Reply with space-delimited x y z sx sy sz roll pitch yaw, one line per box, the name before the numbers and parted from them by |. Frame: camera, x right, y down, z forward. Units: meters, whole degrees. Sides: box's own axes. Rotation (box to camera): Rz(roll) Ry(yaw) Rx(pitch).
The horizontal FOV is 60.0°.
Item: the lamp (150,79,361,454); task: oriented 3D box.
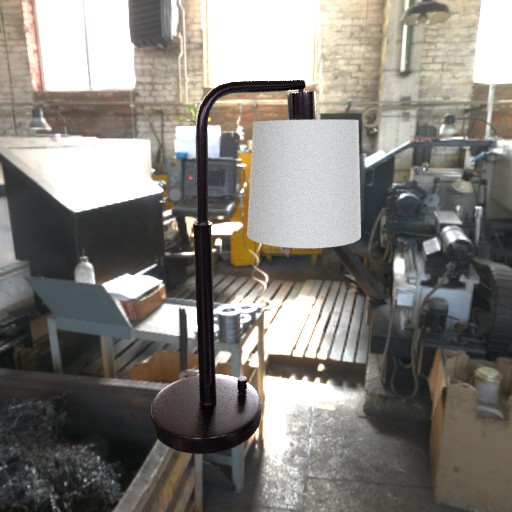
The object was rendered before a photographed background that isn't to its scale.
lamp | 0.000 0.000 0.646 0.333 0.489 0.171 -8 17 -26
